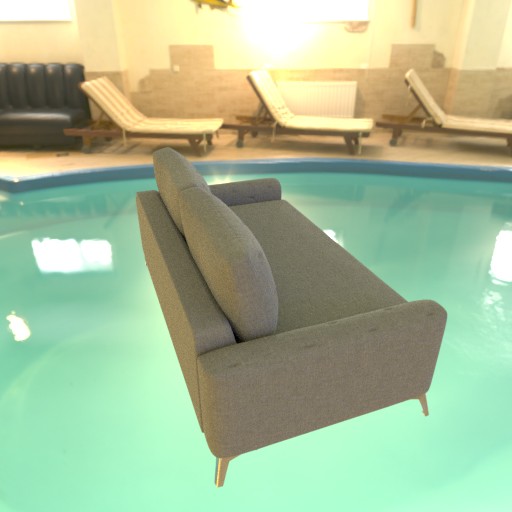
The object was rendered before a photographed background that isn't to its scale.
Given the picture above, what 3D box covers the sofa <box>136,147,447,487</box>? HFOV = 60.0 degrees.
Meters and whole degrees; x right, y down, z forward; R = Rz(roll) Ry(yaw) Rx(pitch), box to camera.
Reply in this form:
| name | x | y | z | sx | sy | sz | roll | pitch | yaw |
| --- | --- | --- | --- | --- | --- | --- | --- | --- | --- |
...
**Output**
| name | x | y | z | sx | sy | sz | roll | pitch | yaw |
| --- | --- | --- | --- | --- | --- | --- | --- | --- | --- |
| sofa | 0.000 | 0.000 | 2.124 | 0.920 | 0.790 | 1.650 | -10 | 30 | -18 |
